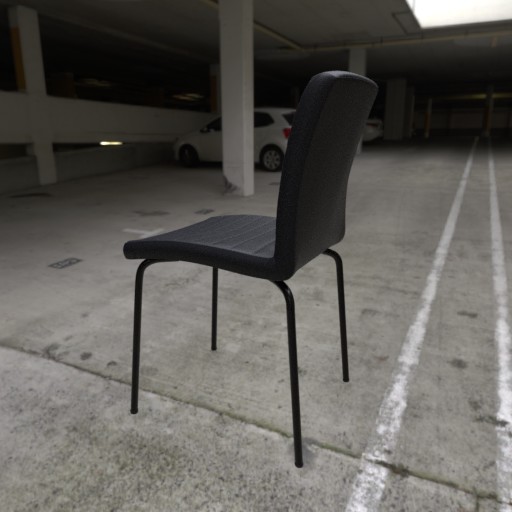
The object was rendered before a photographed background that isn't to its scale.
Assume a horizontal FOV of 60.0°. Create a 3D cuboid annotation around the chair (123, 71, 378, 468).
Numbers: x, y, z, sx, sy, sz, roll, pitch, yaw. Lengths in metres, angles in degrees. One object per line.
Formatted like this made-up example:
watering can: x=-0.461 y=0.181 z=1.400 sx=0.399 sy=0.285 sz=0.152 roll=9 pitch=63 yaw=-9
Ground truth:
chair: x=0.000 y=0.000 z=1.201 sx=0.572 sy=0.872 sz=0.450 roll=7 pitch=16 yaw=25
